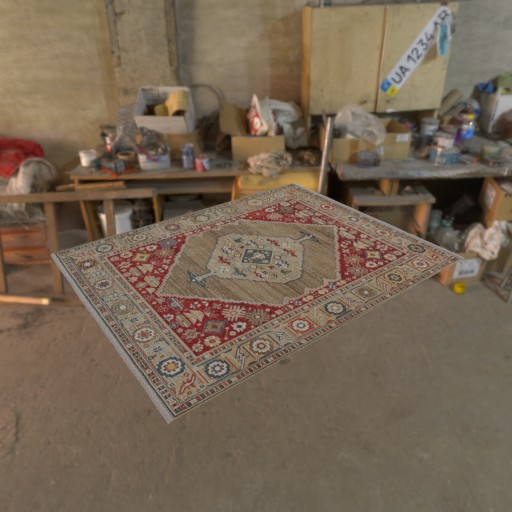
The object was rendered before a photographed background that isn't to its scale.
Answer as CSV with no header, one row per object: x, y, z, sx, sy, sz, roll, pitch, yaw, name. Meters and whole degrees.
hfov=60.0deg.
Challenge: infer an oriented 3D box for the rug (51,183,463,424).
0.000,0.000,4.239,3.143,0.008,2.451,-21,36,-31,rug
